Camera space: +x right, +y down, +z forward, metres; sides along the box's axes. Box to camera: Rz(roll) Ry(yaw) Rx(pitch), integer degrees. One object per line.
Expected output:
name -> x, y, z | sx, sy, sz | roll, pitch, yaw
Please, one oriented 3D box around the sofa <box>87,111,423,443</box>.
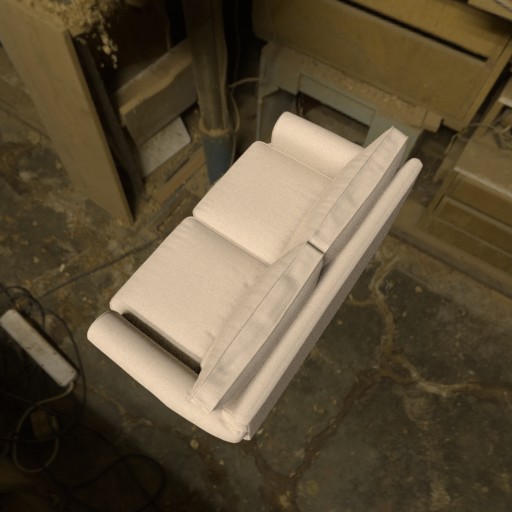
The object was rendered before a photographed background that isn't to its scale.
sofa -> 0.000, 0.000, 2.291 | 0.964, 0.937, 1.665 | 32, 68, 15
